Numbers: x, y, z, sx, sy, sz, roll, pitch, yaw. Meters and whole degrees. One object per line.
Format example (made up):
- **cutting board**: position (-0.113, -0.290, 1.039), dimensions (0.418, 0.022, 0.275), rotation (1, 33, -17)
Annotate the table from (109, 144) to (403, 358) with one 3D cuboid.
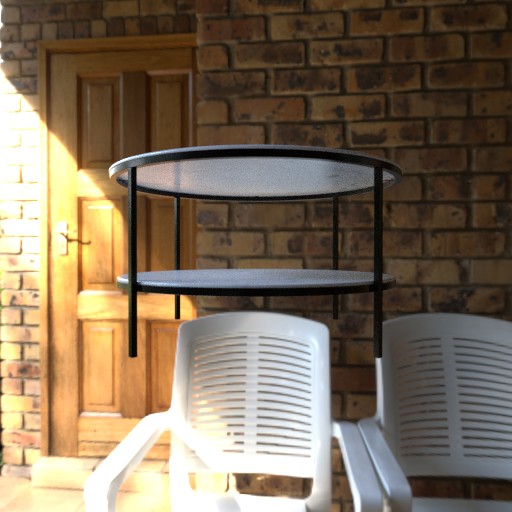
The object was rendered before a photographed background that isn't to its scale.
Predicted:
- **table**: position (0.000, 0.000, 1.274), dimensions (0.800, 0.450, 0.800), rotation (0, 1, 0)
